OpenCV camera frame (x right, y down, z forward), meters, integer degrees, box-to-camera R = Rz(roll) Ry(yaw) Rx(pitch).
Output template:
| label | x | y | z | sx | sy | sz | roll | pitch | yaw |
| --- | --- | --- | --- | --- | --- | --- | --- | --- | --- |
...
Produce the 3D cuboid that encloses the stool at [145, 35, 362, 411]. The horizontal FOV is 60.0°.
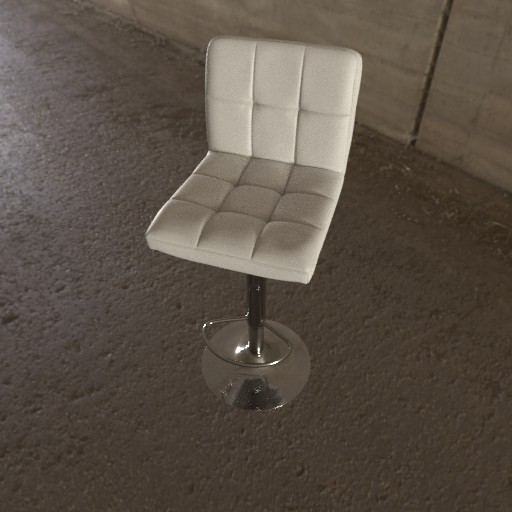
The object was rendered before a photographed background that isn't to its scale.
| label | x | y | z | sx | sy | sz | roll | pitch | yaw |
| --- | --- | --- | --- | --- | --- | --- | --- | --- | --- |
| stool | 0.000 | 0.000 | 1.360 | 0.430 | 1.115 | 0.505 | 12 | 43 | 13 |
